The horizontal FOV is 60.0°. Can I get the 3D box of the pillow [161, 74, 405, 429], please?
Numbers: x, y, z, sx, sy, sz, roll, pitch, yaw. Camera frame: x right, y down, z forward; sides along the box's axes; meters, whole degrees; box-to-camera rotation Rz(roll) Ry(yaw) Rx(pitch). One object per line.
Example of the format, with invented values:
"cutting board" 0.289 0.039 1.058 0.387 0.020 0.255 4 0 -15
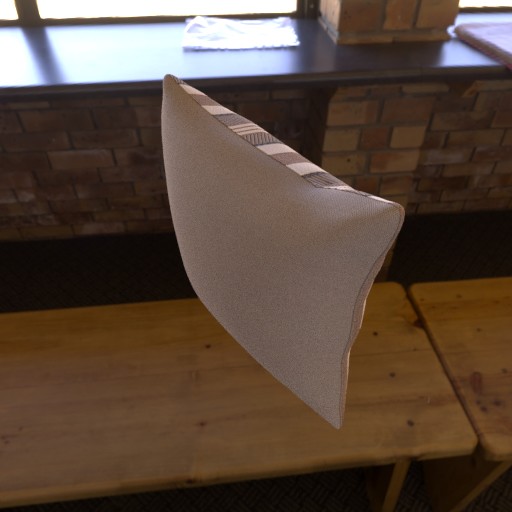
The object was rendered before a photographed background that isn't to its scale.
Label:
"pillow" 0.000 0.000 0.635 0.173 0.401 0.416 -27 48 -27
